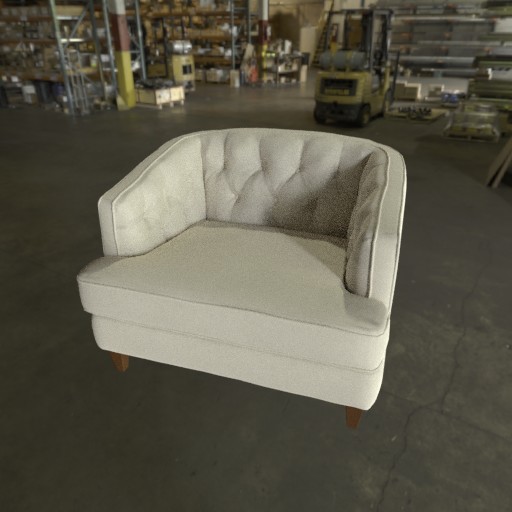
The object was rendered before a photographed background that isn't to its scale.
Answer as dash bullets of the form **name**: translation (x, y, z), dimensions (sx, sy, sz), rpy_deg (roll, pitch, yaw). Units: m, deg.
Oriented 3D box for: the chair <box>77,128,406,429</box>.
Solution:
- **chair**: translation (0.000, 0.000, 1.815), dimensions (1.104, 0.852, 0.941), rpy_deg (8, 28, 16)
